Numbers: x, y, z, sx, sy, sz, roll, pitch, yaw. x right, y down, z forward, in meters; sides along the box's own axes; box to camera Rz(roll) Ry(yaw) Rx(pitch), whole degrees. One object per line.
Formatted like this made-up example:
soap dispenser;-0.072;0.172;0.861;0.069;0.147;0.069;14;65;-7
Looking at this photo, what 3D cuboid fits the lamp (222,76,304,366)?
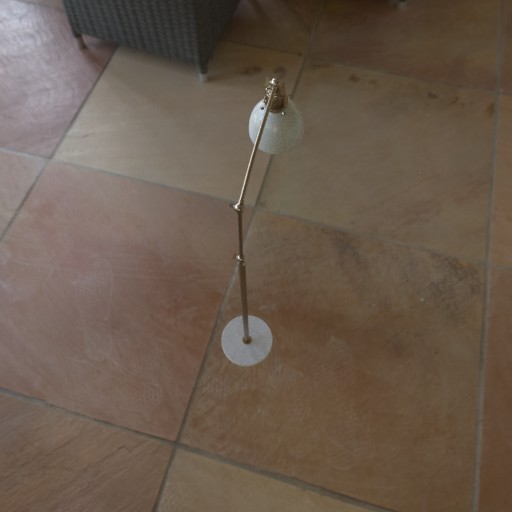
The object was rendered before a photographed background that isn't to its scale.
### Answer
lamp;0.000;0.000;1.879;0.288;1.586;0.599;17;65;8
